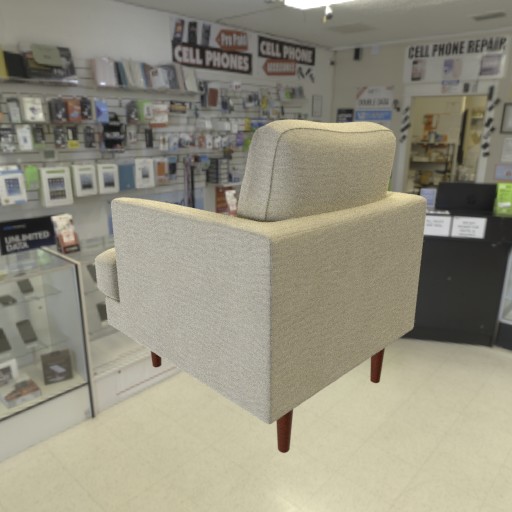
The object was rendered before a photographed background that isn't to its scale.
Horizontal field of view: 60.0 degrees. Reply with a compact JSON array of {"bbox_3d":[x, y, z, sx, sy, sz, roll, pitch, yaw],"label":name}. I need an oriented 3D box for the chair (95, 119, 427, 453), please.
[{"bbox_3d":[0.000,0.000,1.640,0.899,0.957,0.858,16,23,43],"label":"chair"}]
